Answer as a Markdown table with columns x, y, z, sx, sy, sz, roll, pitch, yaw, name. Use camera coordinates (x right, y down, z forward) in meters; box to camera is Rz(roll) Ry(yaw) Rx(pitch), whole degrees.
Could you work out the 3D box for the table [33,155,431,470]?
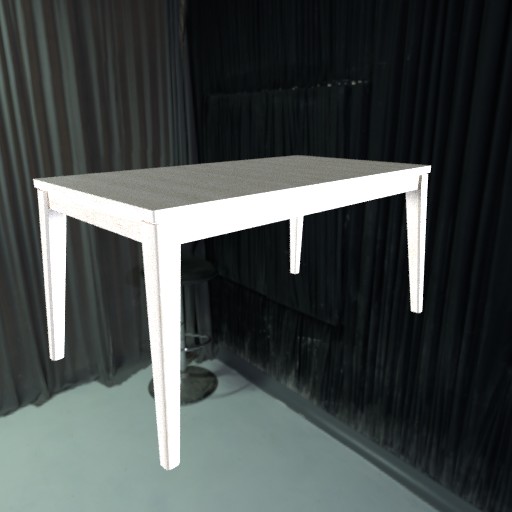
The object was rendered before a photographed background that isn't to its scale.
| x | y | z | sx | sy | sz | roll | pitch | yaw | name |
| --- | --- | --- | --- | --- | --- | --- | --- | --- | --- |
| 0.000 | 0.000 | 2.014 | 1.600 | 0.760 | 0.900 | -16 | 24 | -42 | table |
